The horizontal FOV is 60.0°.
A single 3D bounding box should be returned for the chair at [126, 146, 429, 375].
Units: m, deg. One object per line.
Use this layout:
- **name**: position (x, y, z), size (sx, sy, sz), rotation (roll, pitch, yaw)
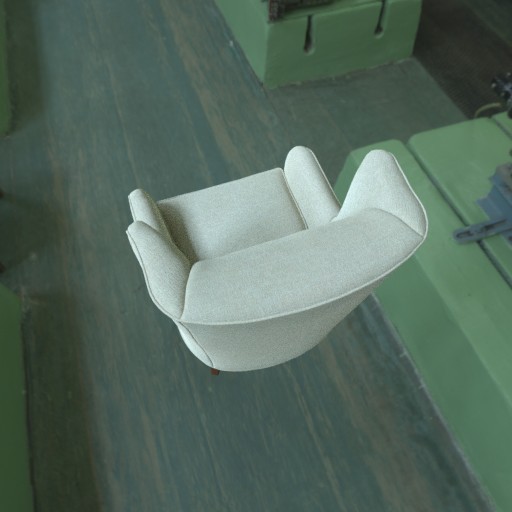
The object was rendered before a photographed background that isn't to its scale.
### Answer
- **chair**: position (0.000, 0.000, 1.757), size (0.838, 1.040, 0.966), rotation (-18, 59, -11)
